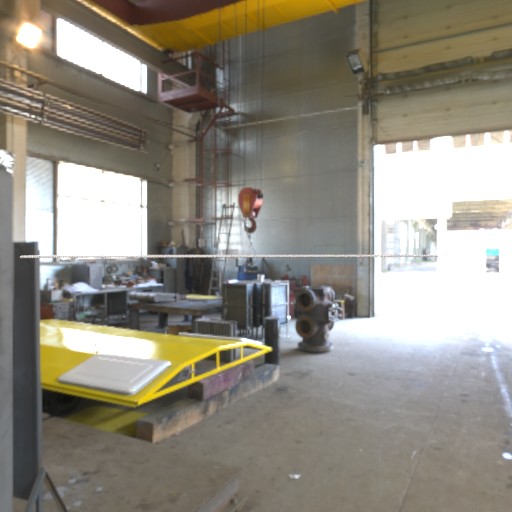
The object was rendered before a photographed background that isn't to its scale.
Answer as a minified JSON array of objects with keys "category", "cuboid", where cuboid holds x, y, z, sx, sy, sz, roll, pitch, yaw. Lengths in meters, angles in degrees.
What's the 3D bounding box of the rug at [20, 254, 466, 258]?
[{"category":"rug","cuboid":[0.000,0.000,2.012,1.824,0.009,0.562,0,0,-16]}]
